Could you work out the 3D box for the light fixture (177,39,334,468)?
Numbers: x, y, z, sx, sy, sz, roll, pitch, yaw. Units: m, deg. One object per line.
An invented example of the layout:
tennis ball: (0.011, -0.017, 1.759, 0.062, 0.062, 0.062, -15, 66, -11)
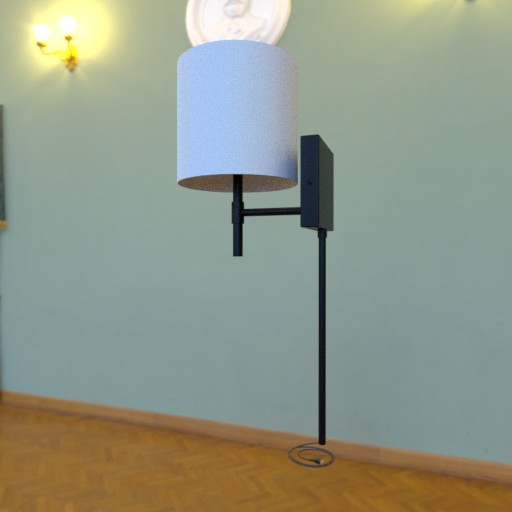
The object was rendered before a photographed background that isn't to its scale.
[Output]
light fixture: (0.000, 0.000, 0.688, 0.248, 0.589, 0.188, 0, 0, 19)
